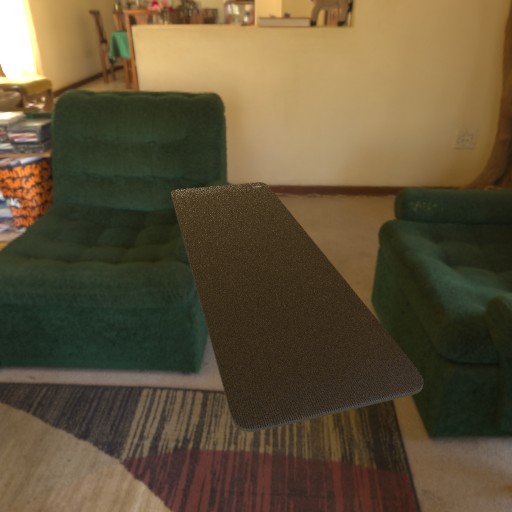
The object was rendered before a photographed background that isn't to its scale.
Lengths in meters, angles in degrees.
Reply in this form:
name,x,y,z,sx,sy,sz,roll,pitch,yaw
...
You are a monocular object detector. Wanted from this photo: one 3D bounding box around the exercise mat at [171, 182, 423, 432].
name,x,y,z,sx,sy,sz,roll,pitch,yaw
exercise mat,0.000,0.000,2.069,0.616,0.021,1.869,-8,31,-13
